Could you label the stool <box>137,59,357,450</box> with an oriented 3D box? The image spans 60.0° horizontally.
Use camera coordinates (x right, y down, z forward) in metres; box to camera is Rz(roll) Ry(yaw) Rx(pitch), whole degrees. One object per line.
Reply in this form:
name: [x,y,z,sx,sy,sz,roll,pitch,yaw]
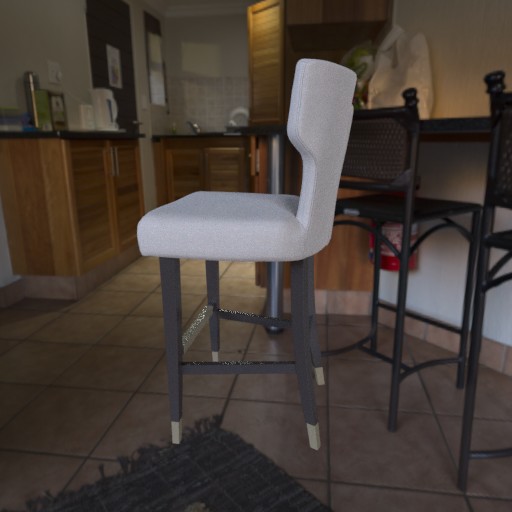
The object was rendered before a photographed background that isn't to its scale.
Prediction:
stool: [0.000,0.000,1.411,0.563,1.092,0.526,3,16,10]
